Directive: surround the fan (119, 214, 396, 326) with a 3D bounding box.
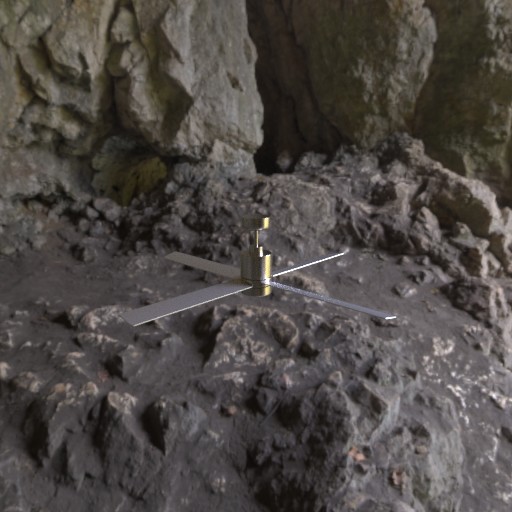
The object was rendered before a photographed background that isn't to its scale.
[{"bbox_3d":[0.000,0.000,1.972,1.322,0.355,1.322,13,20,42],"label":"fan"}]
